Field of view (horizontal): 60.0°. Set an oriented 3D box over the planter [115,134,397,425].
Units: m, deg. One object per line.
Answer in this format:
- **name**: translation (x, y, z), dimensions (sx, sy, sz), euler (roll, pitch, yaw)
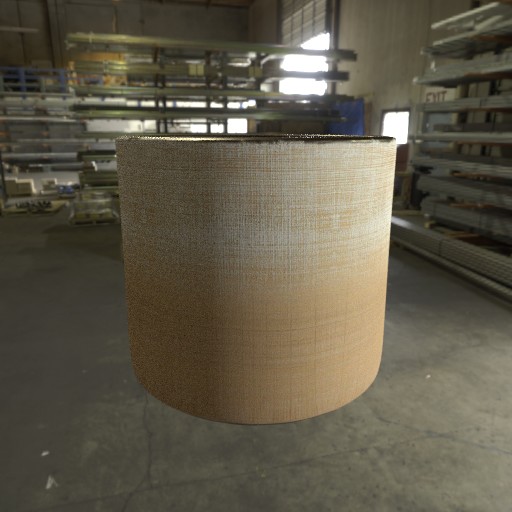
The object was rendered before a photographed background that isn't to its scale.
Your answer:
- **planter**: translation (0.000, 0.000, 0.383), dimensions (0.221, 0.201, 0.221), euler (0, 16, 0)
